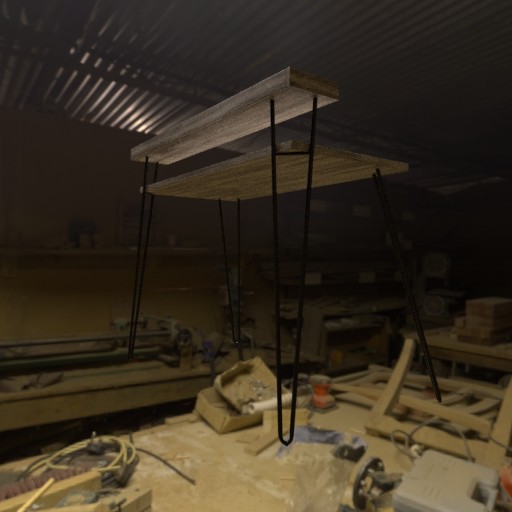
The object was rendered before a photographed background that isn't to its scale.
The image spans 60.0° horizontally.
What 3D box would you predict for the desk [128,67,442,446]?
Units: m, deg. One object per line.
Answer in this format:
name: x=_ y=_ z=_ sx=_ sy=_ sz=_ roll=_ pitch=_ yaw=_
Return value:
desk: x=0.000 y=0.000 z=1.633 sx=0.605 sy=0.899 sz=1.135 roll=0 pitch=0 yaw=-37
